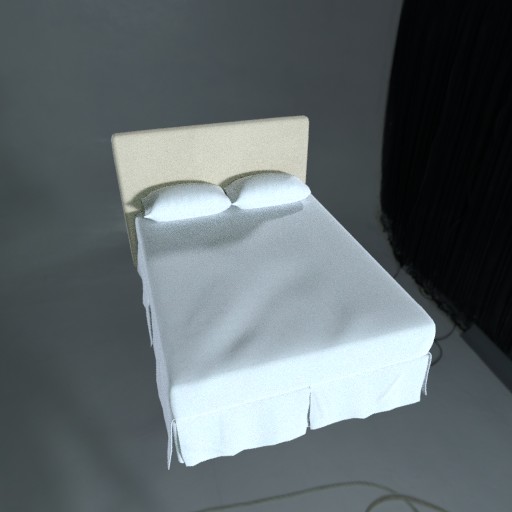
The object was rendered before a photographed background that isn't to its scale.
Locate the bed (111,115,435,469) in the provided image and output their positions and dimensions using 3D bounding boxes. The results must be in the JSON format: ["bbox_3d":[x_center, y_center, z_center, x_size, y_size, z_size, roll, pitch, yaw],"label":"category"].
[{"bbox_3d":[0.000,0.000,3.190,1.723,1.330,2.142,-10,35,-15],"label":"bed"}]
